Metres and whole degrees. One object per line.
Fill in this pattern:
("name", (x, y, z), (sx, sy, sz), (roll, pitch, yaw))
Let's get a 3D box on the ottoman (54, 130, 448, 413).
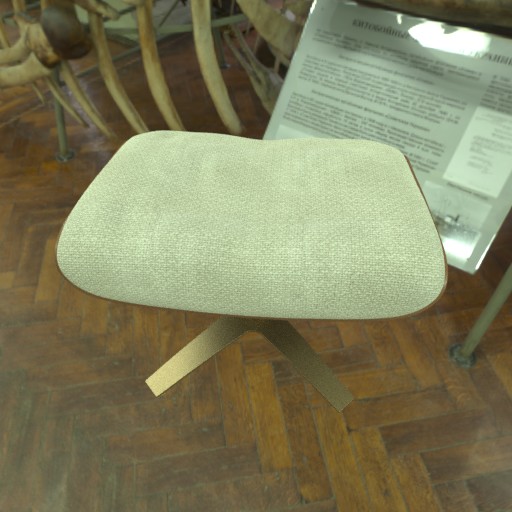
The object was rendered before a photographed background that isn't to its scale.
("ottoman", (0.000, 0.000, 0.807), (0.520, 0.391, 0.394), (4, 47, 3))
